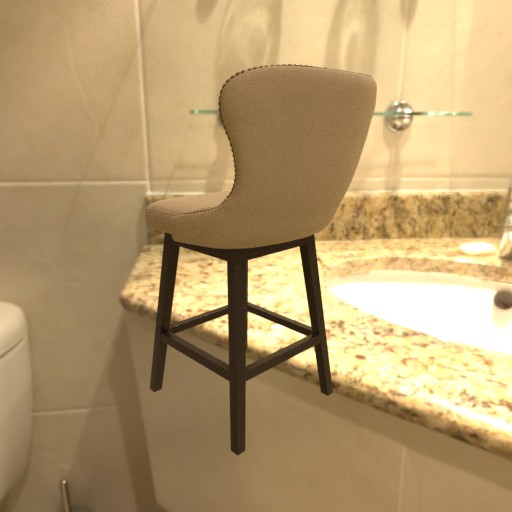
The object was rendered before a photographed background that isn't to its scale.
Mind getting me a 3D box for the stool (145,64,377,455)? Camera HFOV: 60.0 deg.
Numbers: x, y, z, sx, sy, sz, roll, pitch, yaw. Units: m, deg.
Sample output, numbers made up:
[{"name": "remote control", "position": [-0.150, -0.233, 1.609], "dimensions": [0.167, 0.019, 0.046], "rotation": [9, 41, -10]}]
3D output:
[{"name": "stool", "position": [0.000, 0.000, 1.303], "dimensions": [0.528, 0.971, 0.593], "rotation": [-15, 22, -42]}]
